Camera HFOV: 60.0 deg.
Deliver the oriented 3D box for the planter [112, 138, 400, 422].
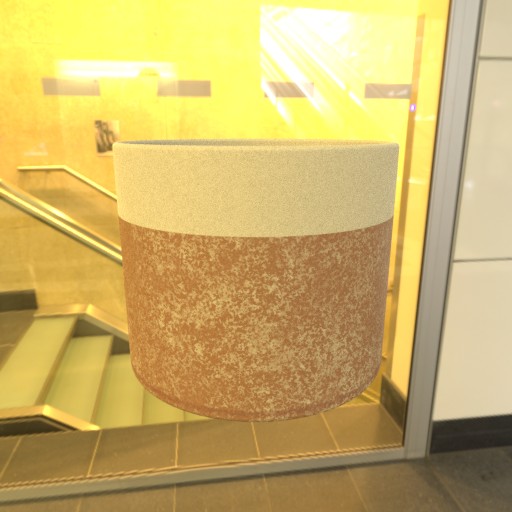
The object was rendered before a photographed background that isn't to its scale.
[{"bbox_3d":[0.000,0.000,0.274,0.159,0.138,0.159,0,16,0],"label":"planter"}]
